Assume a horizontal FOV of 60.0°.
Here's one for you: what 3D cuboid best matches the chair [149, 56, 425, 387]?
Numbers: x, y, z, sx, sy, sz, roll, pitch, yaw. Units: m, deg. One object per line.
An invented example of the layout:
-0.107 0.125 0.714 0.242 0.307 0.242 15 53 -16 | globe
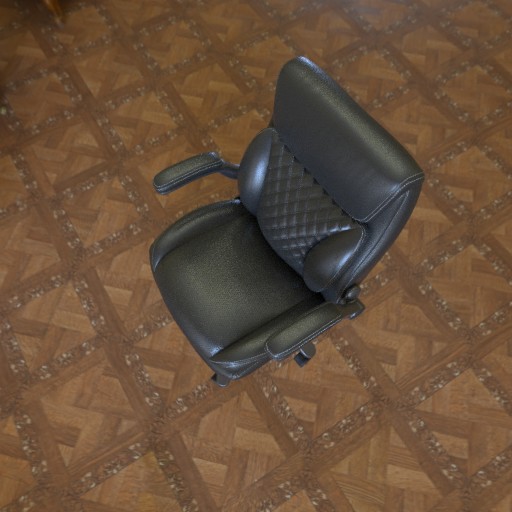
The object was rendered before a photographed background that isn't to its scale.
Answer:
0.000 0.000 1.607 0.724 1.110 0.782 -31 67 -14 | chair
